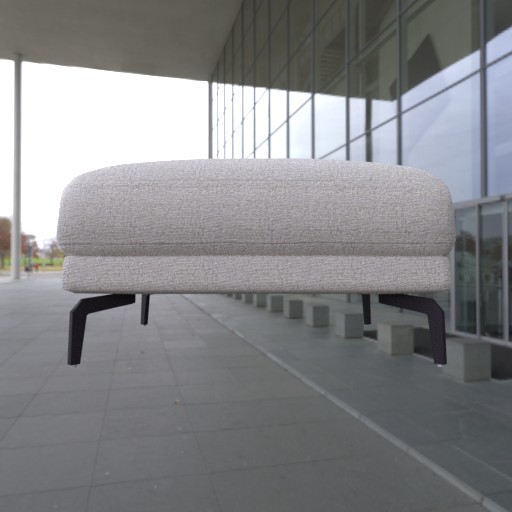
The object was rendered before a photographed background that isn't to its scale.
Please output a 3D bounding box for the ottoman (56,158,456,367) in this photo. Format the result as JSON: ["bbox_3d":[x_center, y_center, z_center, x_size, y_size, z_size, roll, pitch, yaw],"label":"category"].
[{"bbox_3d":[0.000,0.000,1.083,0.772,0.420,0.568,0,-1,0],"label":"ottoman"}]
